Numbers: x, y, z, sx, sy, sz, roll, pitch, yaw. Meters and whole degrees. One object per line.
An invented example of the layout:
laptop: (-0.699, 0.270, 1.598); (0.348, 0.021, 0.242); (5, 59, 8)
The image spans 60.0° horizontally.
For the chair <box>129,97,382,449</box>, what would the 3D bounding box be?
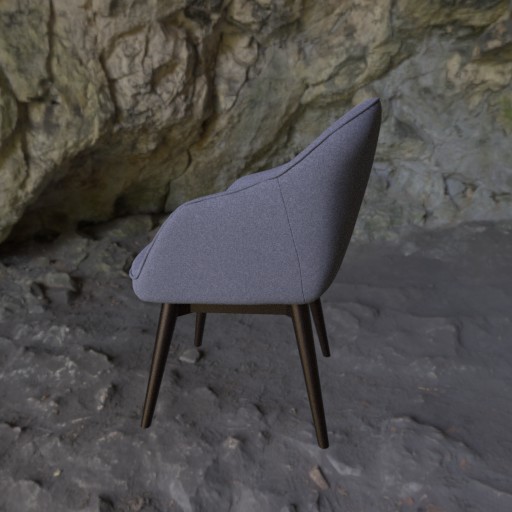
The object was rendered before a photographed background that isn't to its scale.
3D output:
chair: (0.000, 0.000, 1.221); (0.611, 0.810, 0.589); (3, 15, 9)
